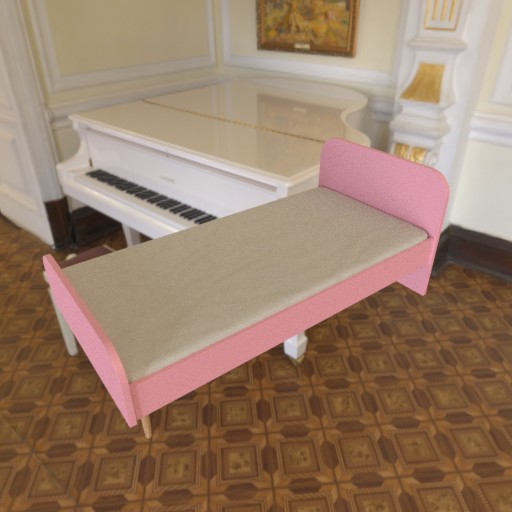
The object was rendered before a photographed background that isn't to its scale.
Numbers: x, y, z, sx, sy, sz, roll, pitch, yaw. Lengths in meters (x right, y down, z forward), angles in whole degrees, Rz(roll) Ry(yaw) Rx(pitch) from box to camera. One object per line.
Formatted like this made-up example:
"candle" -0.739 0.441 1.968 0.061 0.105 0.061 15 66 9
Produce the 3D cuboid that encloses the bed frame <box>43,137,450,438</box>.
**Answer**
"bed frame" 0.000 0.000 2.462 1.963 0.805 0.998 -21 37 -31
